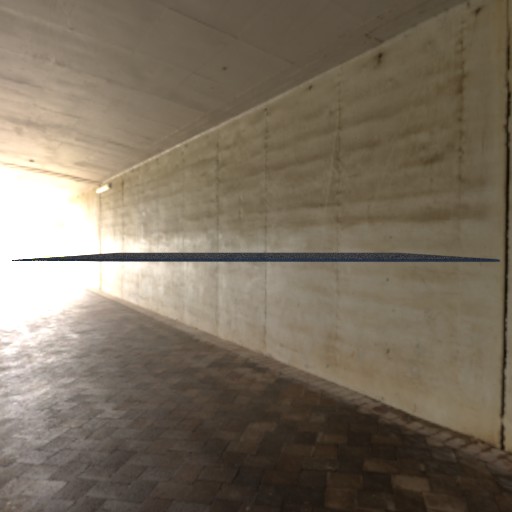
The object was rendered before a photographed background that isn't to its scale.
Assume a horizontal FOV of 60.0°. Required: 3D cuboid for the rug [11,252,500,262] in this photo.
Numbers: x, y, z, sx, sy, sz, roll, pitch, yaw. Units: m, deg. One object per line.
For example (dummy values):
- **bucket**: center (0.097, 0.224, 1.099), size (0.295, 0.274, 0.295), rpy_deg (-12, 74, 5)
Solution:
- **rug**: center (0.000, 0.000, 2.258), size (1.829, 0.010, 1.219), rpy_deg (0, 2, 1)
